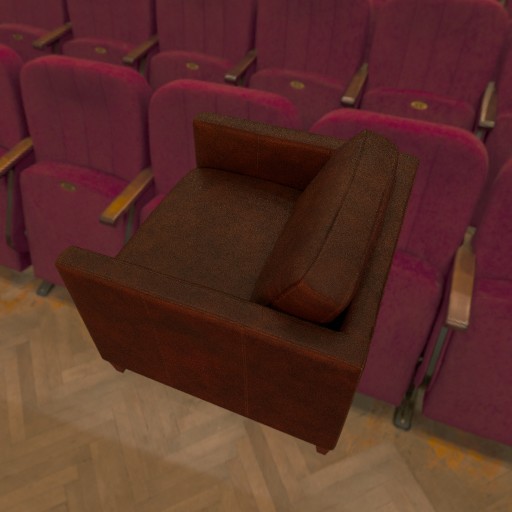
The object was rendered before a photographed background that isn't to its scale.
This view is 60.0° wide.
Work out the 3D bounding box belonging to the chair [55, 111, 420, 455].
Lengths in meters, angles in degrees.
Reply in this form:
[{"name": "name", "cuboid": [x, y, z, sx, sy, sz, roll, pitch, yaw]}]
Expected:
[{"name": "chair", "cuboid": [0.000, 0.000, 1.719, 0.975, 0.864, 0.990, 17, 49, 15]}]
